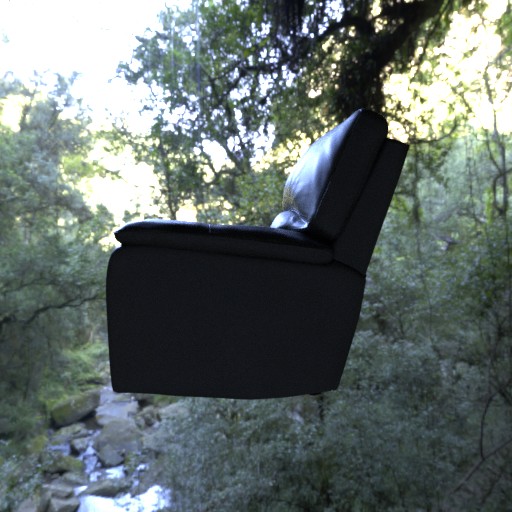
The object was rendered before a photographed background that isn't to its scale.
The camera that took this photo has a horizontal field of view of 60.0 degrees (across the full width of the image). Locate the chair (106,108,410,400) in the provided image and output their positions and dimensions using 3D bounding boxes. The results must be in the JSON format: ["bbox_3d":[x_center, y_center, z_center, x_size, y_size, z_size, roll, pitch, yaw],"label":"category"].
[{"bbox_3d":[0.000,0.000,2.011,1.087,1.109,1.096,0,1,2],"label":"chair"}]
